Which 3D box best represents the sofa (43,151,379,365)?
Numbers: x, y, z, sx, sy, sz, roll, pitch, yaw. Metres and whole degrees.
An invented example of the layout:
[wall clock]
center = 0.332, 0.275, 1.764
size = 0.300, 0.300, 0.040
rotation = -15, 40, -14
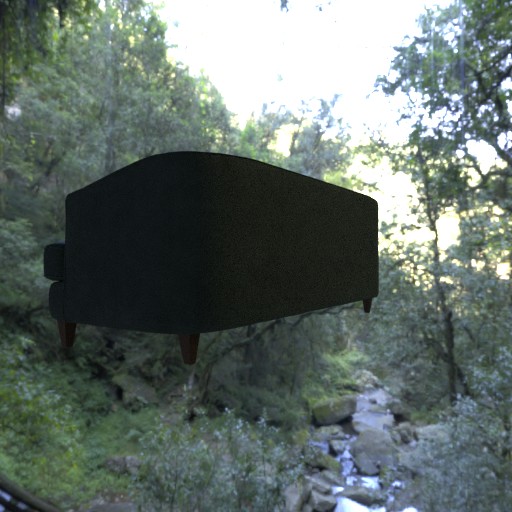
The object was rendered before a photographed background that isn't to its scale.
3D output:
[sofa]
center = 0.000, 0.000, 2.753
size = 0.941, 0.855, 2.278
rotation = 0, 0, 35
